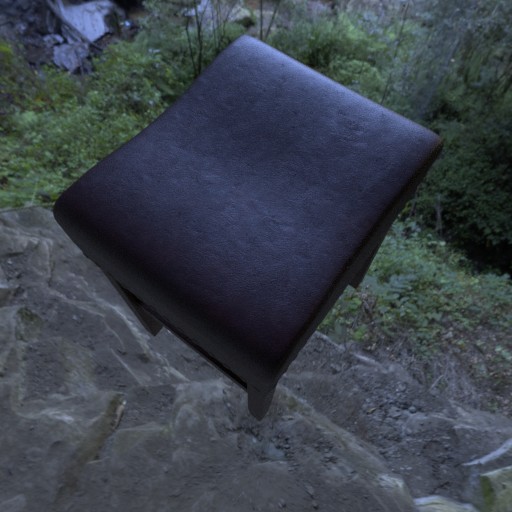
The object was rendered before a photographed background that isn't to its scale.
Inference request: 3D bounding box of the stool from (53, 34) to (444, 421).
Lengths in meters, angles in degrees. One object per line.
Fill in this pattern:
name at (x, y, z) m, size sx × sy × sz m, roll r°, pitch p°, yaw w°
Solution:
stool at (0.000, 0.000, 0.913) m, size 0.397 × 0.608 × 0.465 m, roll 34°, pitch 69°, yaw 15°
